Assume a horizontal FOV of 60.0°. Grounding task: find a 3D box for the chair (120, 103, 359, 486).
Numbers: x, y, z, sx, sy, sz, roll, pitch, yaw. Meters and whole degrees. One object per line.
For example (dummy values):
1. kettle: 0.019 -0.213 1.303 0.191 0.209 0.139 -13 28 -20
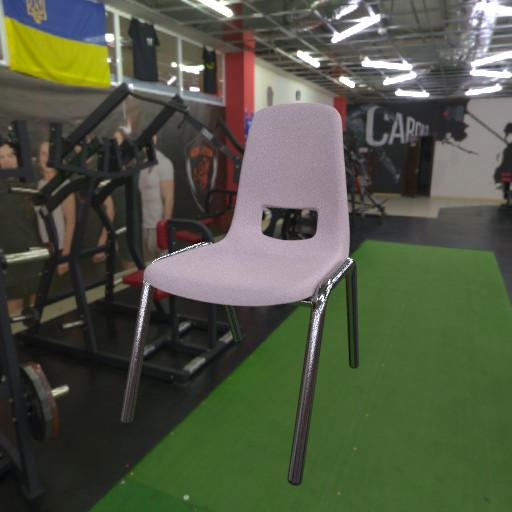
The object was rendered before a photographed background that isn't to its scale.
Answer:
1. chair: 0.000 0.000 0.848 0.354 0.586 0.423 7 15 26
